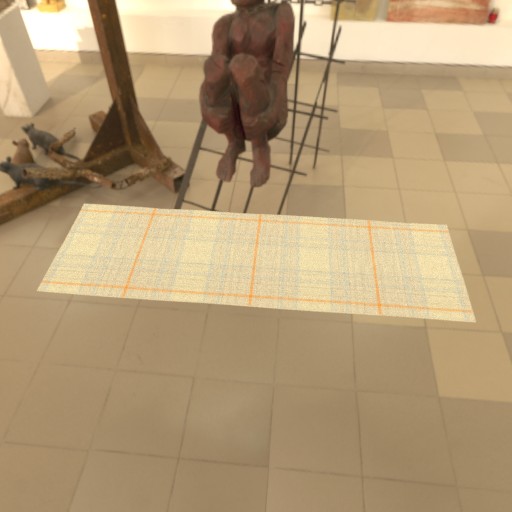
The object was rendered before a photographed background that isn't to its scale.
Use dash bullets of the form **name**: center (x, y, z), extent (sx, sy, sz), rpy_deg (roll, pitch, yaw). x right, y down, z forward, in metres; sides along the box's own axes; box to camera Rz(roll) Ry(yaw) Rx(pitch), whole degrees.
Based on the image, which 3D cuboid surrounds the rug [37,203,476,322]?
- **rug**: center (0.000, 0.000, 2.713), extent (2.442, 0.016, 0.770), rpy_deg (4, 47, 3)
